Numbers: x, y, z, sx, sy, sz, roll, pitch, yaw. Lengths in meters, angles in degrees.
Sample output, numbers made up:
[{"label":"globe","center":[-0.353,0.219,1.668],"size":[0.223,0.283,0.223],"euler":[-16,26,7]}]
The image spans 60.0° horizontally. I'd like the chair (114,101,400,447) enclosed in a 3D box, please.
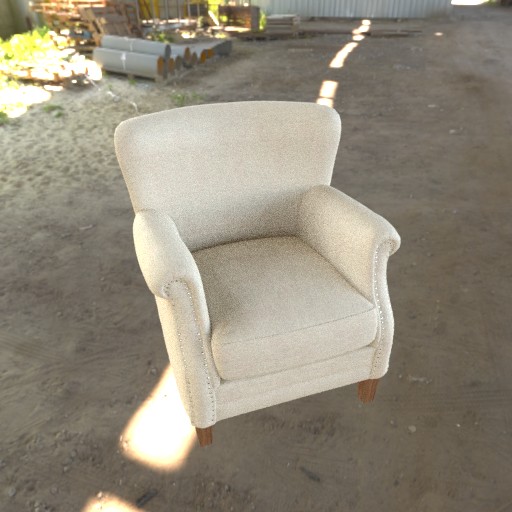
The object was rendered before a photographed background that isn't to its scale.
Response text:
[{"label":"chair","center":[0.000,0.000,1.648],"size":[0.861,0.936,0.921],"euler":[-10,33,-16]}]
